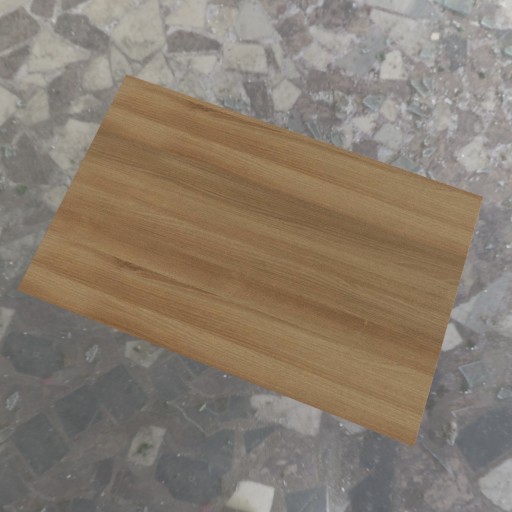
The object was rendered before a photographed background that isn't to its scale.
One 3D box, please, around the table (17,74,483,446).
[{"bbox_3d":[0.000,0.000,1.374,1.100,0.330,0.700,20,78,5],"label":"table"}]
